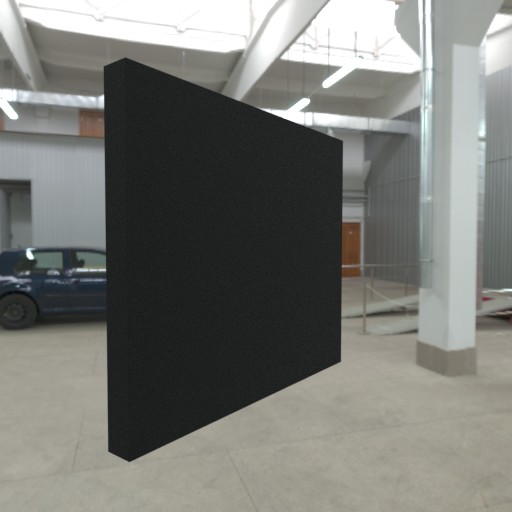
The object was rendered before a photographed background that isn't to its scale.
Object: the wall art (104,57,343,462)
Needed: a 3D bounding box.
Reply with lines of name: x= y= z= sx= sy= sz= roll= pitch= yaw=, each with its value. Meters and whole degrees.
wall art: x=0.000 y=0.000 z=0.520 sx=0.031 sy=0.330 sz=0.381 roll=2 pitch=3 yaw=38
